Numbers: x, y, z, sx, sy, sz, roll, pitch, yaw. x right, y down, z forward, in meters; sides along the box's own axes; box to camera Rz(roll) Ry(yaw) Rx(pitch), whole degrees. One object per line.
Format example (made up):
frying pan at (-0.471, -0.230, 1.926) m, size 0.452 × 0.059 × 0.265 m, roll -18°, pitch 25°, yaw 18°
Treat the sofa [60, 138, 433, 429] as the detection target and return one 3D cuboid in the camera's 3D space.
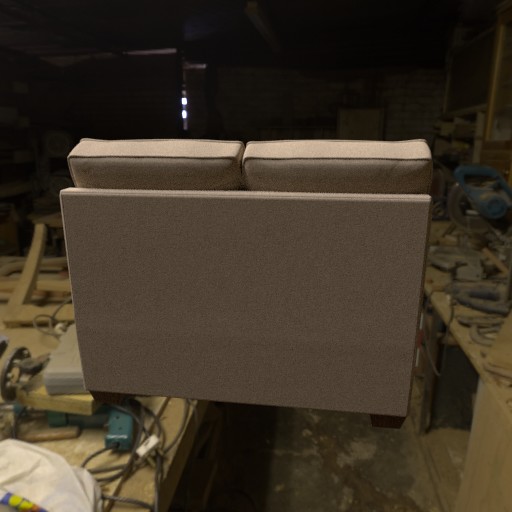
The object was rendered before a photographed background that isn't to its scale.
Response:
sofa at (0.000, 0.000, 1.956) m, size 1.237 × 1.008 × 0.951 m, roll 2°, pitch 16°, yaw 8°
